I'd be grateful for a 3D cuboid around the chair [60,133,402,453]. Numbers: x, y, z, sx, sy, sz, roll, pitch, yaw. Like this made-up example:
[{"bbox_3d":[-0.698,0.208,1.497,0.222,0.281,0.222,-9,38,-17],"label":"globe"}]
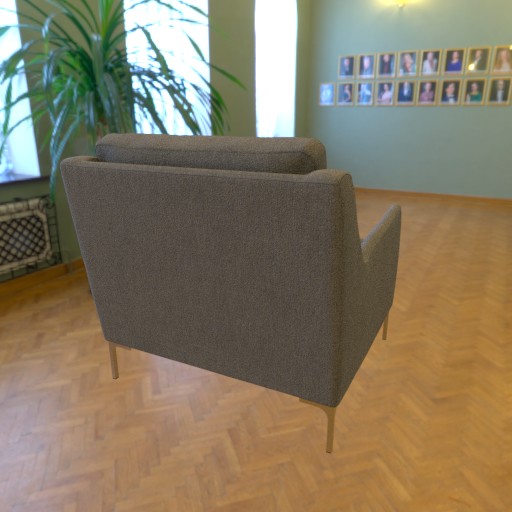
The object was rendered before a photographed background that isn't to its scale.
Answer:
[{"bbox_3d":[0.000,0.000,1.525,0.847,0.828,0.849,9,20,26],"label":"chair"}]
